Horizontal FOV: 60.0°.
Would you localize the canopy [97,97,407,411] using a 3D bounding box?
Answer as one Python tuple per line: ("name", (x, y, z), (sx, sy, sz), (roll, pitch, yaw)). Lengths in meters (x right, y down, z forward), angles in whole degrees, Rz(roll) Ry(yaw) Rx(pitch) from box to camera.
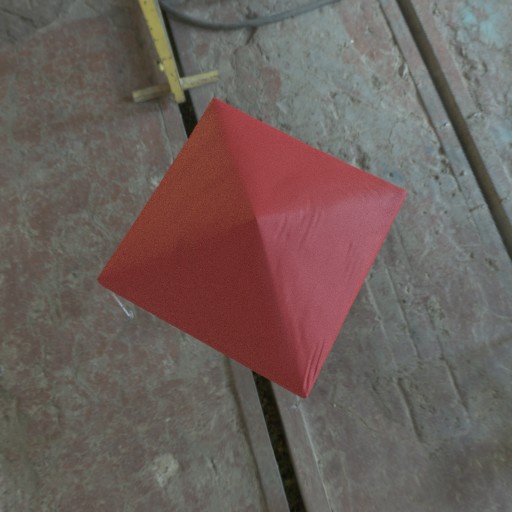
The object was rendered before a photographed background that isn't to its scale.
("canopy", (0.000, 0.000, 6.829), (3.599, 3.600, 3.600), (28, 78, 7))
